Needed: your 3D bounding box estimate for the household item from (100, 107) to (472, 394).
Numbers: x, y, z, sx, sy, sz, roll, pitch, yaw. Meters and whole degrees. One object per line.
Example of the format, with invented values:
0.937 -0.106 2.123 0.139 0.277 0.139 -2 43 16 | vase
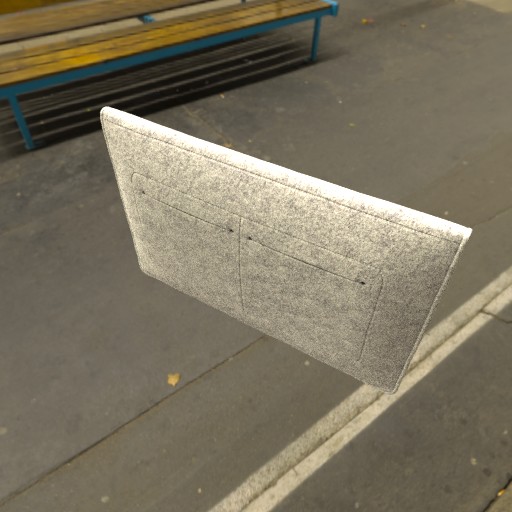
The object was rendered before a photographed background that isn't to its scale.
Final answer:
0.000 0.000 0.434 0.335 0.221 0.057 23 50 21 | household item
